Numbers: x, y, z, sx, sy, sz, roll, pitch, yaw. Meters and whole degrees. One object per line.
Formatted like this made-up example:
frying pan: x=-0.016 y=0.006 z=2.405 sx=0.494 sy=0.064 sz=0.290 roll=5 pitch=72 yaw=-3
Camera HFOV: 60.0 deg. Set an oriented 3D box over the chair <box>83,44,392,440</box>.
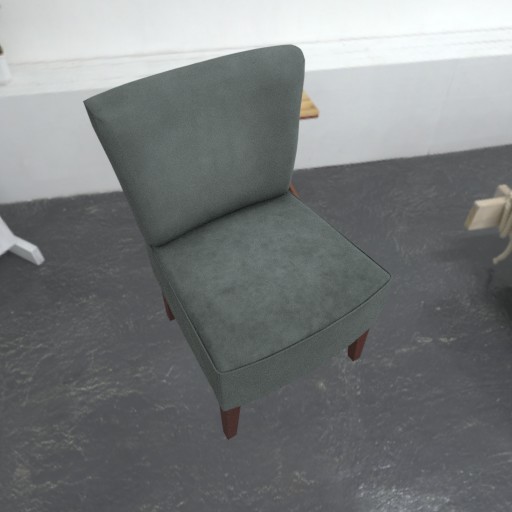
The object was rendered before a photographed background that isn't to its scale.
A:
chair: x=0.000 y=0.000 z=1.141 sx=0.521 sy=0.806 sz=0.554 roll=-25 pitch=52 yaw=-21
